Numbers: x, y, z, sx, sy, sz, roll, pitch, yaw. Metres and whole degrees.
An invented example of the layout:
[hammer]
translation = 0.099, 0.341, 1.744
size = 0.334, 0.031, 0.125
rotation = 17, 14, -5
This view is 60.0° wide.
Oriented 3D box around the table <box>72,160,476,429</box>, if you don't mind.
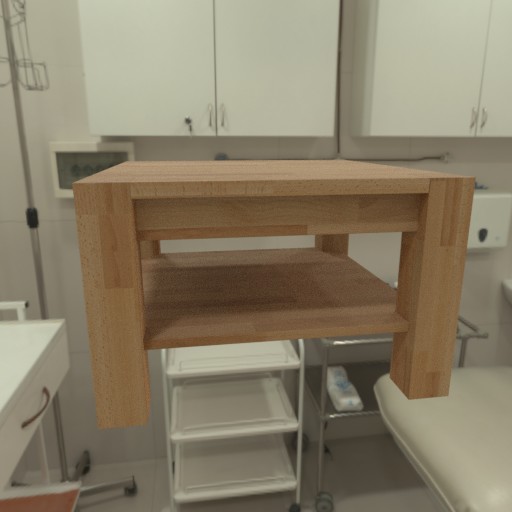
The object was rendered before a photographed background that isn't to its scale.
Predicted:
[table]
translation = 0.000, 0.000, 1.145
size = 0.700, 0.451, 0.700
rotation = -2, 15, -9
